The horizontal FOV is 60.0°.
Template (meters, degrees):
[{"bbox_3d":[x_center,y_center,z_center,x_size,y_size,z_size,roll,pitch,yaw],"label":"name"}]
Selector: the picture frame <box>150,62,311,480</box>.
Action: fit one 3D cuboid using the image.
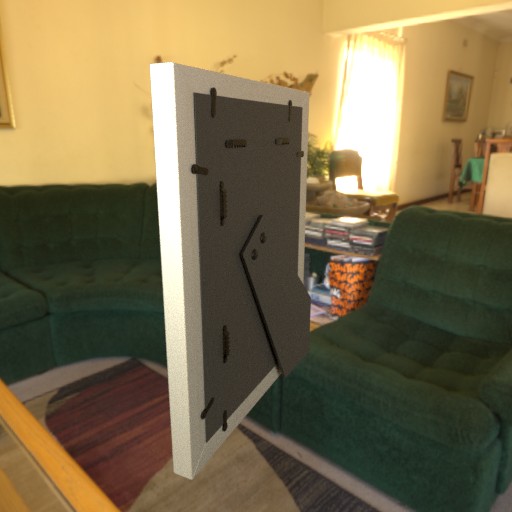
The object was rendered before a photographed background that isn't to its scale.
[{"bbox_3d":[0.000,0.000,0.525,0.036,0.386,0.307,8,17,25],"label":"picture frame"}]
